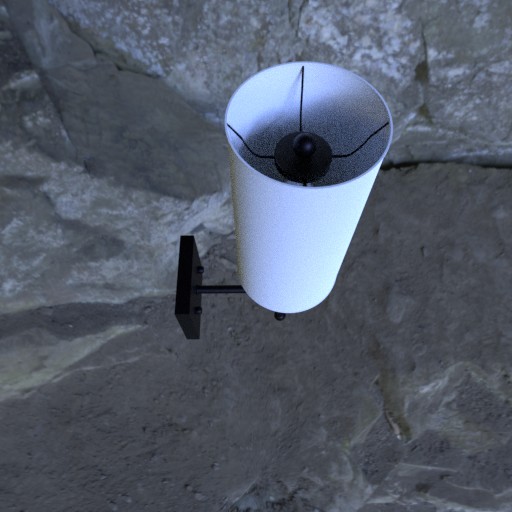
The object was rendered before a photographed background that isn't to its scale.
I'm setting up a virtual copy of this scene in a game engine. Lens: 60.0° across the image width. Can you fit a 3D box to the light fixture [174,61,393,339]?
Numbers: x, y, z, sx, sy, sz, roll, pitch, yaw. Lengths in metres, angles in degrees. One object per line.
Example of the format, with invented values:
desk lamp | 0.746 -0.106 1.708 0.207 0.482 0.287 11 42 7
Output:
light fixture | 0.000 0.000 0.544 0.208 0.462 0.128 -1 63 0
